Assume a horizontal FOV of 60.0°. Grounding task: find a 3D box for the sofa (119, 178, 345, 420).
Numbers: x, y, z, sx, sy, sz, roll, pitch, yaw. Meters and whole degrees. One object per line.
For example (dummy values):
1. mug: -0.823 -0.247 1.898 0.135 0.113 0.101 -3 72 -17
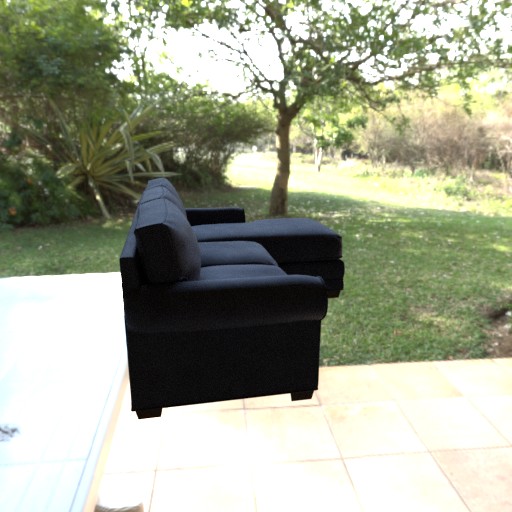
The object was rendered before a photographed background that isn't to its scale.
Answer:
1. sofa: 0.000 0.000 3.418 1.780 1.063 2.567 -3 15 -11
